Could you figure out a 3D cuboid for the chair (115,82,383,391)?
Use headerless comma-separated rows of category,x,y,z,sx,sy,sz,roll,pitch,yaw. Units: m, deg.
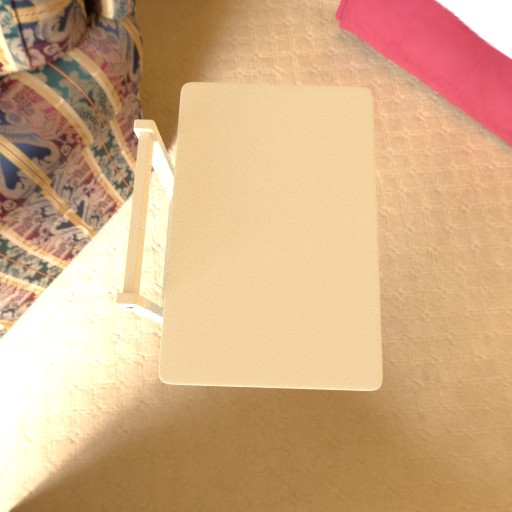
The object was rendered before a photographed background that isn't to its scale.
chair,0.000,0.000,1.102,0.461,0.673,0.599,2,76,0
